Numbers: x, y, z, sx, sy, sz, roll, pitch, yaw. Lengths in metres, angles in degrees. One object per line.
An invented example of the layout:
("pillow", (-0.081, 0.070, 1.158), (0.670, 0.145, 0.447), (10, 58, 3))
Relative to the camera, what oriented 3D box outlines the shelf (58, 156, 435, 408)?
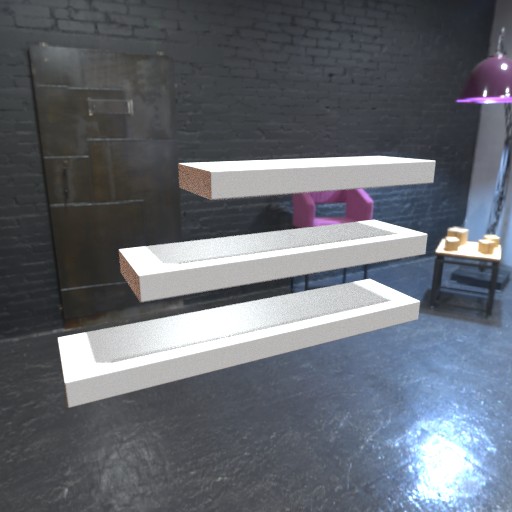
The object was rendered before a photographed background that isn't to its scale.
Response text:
("shelf", (0.000, 0.000, 0.719), (0.610, 0.293, 0.140), (-8, 18, -25))
